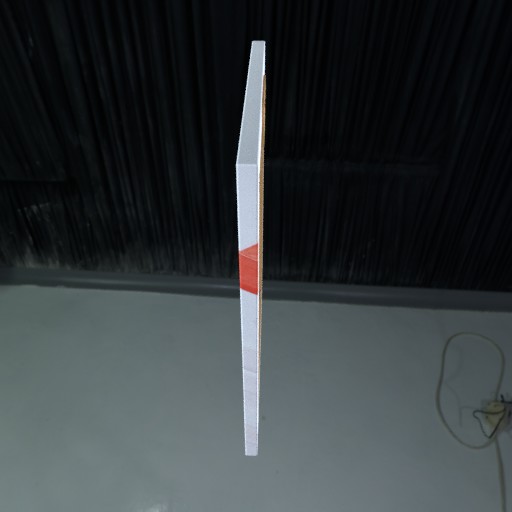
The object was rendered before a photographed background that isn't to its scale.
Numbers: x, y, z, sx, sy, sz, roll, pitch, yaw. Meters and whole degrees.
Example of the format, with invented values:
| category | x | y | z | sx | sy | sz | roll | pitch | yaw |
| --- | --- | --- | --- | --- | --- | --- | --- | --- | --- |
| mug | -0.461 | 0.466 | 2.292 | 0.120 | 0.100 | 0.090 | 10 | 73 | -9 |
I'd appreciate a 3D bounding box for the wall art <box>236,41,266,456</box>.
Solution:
| category | x | y | z | sx | sy | sz | roll | pitch | yaw |
| --- | --- | --- | --- | --- | --- | --- | --- | --- | --- |
| wall art | 0.000 | 0.000 | 1.114 | 0.036 | 0.848 | 0.613 | 1 | 40 | 1 |
